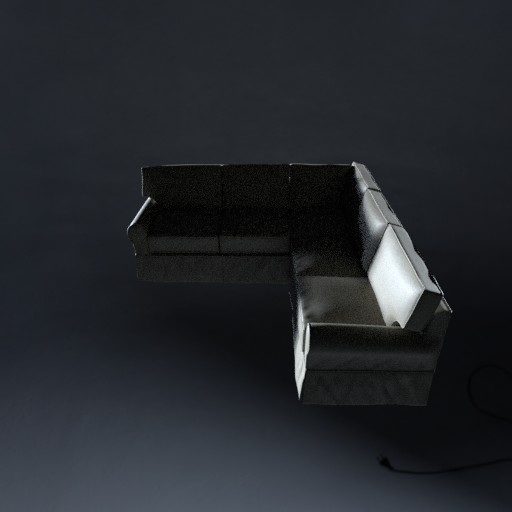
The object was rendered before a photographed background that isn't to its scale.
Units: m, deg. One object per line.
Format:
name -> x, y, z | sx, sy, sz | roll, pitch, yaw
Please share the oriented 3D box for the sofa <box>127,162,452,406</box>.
sofa -> 0.000, 0.000, 4.164 | 2.618, 1.081, 2.623 | 0, 30, 1
